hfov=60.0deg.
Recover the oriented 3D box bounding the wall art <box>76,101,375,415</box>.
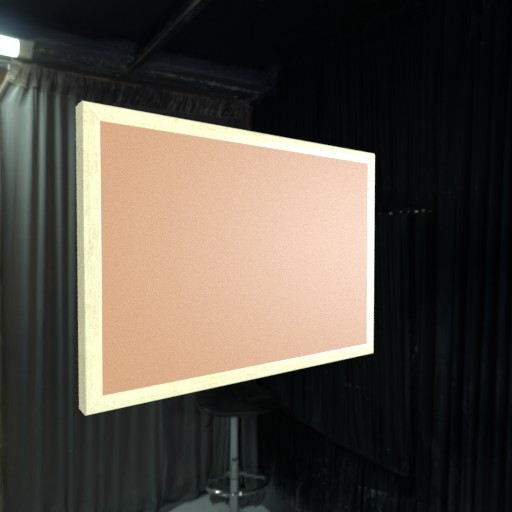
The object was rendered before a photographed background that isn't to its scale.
[{"bbox_3d":[0.000,0.000,0.702,0.533,0.381,0.032,-1,2,-36],"label":"wall art"}]
